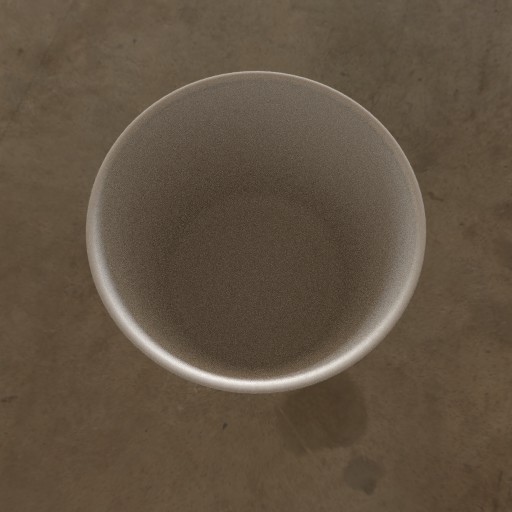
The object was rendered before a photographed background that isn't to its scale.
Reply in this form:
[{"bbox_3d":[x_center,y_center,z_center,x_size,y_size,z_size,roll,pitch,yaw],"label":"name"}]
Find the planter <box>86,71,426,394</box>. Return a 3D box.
[{"bbox_3d":[0.000,0.000,0.766,0.440,0.398,0.440,0,75,0],"label":"planter"}]
